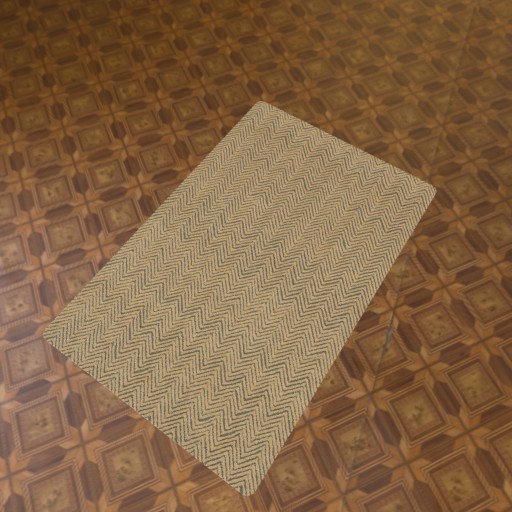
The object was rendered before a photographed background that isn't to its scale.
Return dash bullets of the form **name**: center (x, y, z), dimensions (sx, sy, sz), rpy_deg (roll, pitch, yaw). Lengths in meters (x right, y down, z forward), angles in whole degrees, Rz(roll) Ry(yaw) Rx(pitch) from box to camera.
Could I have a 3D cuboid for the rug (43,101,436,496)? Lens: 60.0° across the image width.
- **rug**: center (0.000, 0.000, 2.166), dimensions (1.144, 0.008, 1.752), rpy_deg (31, 67, 15)
